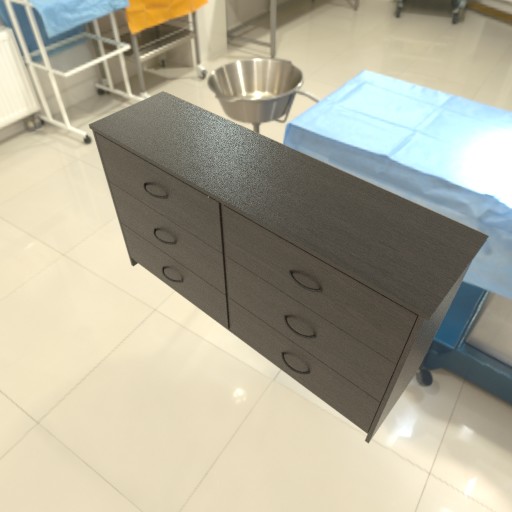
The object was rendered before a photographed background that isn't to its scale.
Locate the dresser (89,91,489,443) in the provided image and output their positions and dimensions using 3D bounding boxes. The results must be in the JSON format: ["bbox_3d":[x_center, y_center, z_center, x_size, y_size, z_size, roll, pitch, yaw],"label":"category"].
[{"bbox_3d":[0.000,0.000,1.700,1.360,0.755,0.401,32,53,27],"label":"dresser"}]
